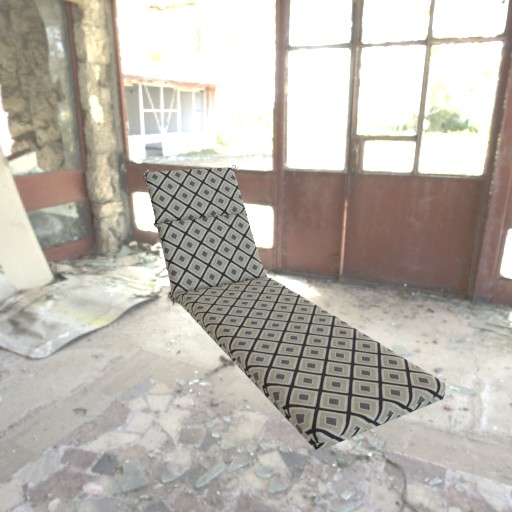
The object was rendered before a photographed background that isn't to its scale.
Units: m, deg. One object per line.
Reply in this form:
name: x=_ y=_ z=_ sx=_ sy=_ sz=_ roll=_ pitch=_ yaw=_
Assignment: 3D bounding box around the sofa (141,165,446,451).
sofa: x=0.000 y=0.000 z=1.934 sx=0.582 sy=0.622 sz=1.663 roll=-9 pitch=20 yaw=-27
